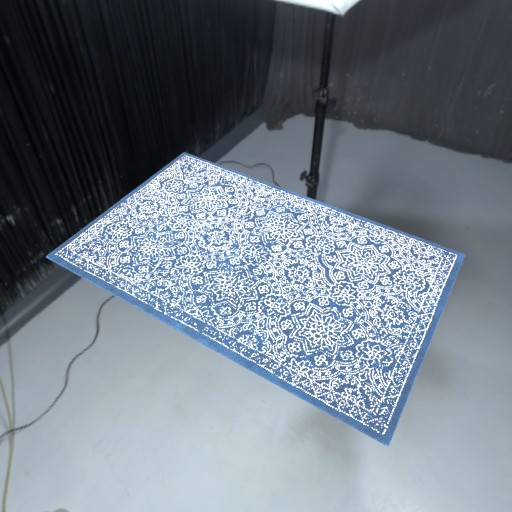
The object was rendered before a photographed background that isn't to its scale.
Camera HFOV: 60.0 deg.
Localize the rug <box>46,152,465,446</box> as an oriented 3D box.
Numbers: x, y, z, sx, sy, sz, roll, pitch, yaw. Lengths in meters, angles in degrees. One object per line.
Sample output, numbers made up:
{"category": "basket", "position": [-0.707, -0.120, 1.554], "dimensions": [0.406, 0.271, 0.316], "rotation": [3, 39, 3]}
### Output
{"category": "rug", "position": [0.000, 0.000, 3.041], "dimensions": [2.441, 0.015, 1.526], "rotation": [24, 50, 22]}
